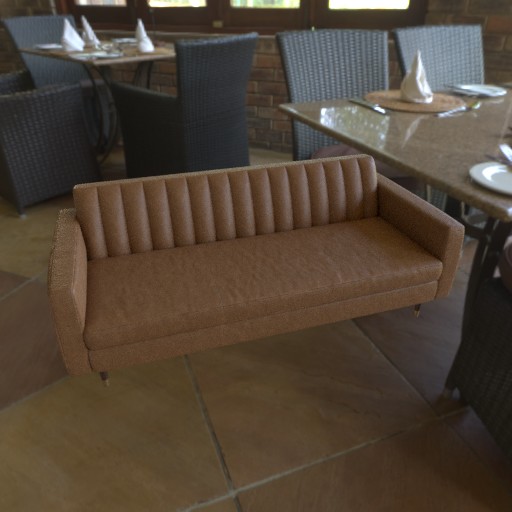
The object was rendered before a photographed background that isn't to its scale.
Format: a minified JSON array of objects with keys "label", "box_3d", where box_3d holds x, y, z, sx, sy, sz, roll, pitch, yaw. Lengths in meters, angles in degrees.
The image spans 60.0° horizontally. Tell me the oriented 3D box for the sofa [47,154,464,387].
[{"label":"sofa","box_3d":[0.000,0.000,2.722,2.291,0.821,0.990,-9,32,-15]}]
